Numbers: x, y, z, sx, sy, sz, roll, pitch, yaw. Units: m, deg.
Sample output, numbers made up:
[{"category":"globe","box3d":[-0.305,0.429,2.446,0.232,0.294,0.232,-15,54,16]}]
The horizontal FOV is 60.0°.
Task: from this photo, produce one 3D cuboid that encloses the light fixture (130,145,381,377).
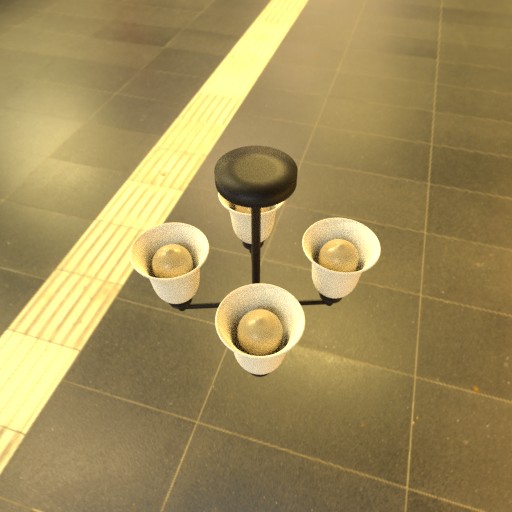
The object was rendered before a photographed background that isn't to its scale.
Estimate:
[{"category":"light fixture","box3d":[0.000,0.000,1.937,1.069,0.925,1.069,-2,48,-2]}]
